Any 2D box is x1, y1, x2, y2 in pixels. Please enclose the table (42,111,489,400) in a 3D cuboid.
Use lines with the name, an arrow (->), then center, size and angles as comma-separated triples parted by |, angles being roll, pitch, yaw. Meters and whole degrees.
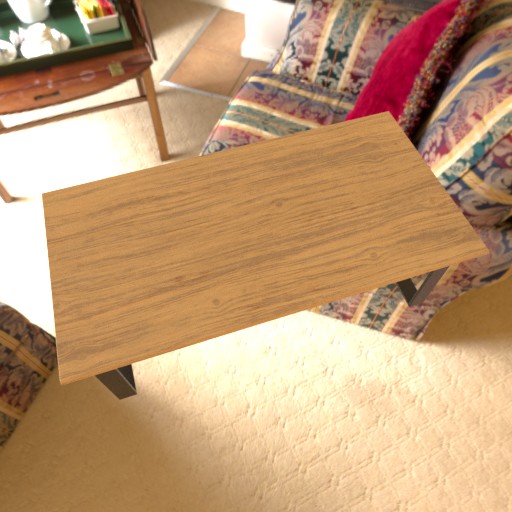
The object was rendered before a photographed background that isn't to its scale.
table -> 0.000, 0.000, 1.650 | 1.331, 0.445, 0.693 | -16, 60, -10
